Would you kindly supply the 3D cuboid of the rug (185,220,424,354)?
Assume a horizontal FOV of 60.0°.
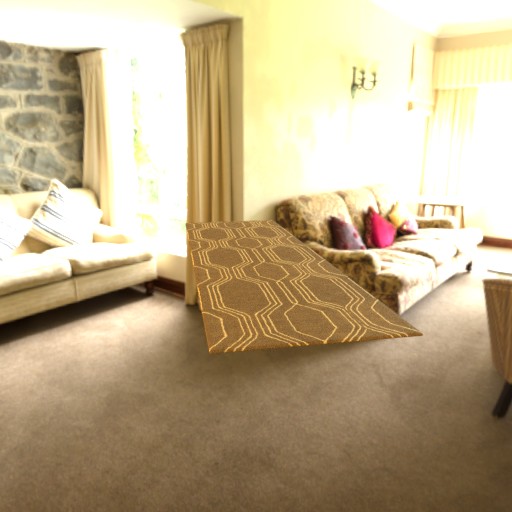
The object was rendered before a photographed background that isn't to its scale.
[{"bbox_3d":[0.000,0.000,2.701,0.773,0.012,2.464,-3,15,-10],"label":"rug"}]
